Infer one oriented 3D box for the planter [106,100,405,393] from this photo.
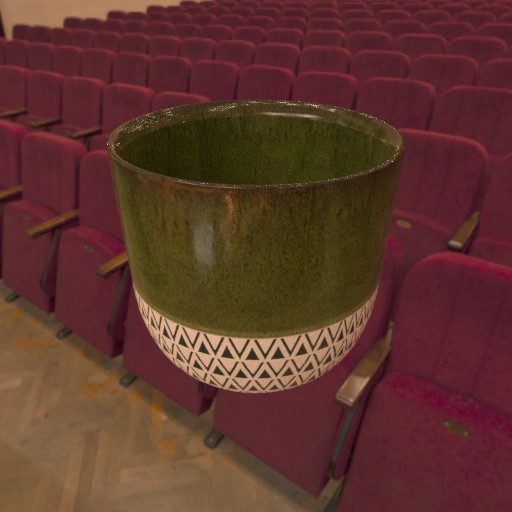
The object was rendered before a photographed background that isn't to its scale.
[{"bbox_3d":[0.000,0.000,0.479,0.266,0.270,0.266,0,31,0],"label":"planter"}]
